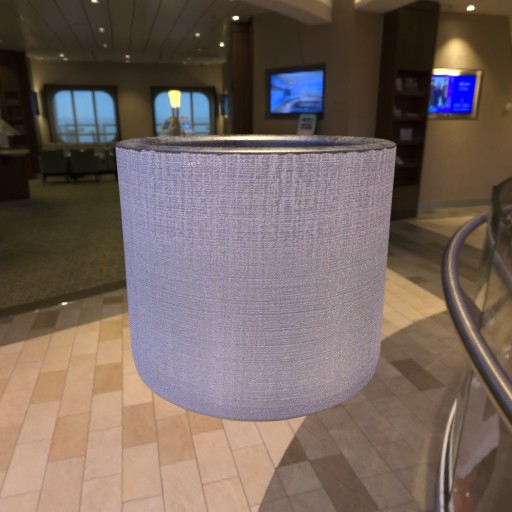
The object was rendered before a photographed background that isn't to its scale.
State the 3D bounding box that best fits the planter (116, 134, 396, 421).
[{"bbox_3d":[0.000,0.000,0.219,0.125,0.112,0.125,0,17,0],"label":"planter"}]
